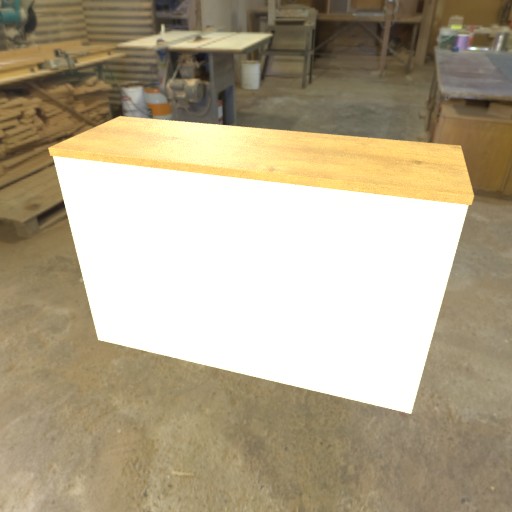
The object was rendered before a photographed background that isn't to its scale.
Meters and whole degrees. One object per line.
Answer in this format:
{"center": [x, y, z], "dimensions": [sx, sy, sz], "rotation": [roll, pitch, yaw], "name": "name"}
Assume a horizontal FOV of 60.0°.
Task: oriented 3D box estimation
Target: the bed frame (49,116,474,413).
{"center": [0.000, 0.000, 1.691], "dimensions": [1.300, 0.850, 0.430], "rotation": [9, 33, 15], "name": "bed frame"}
